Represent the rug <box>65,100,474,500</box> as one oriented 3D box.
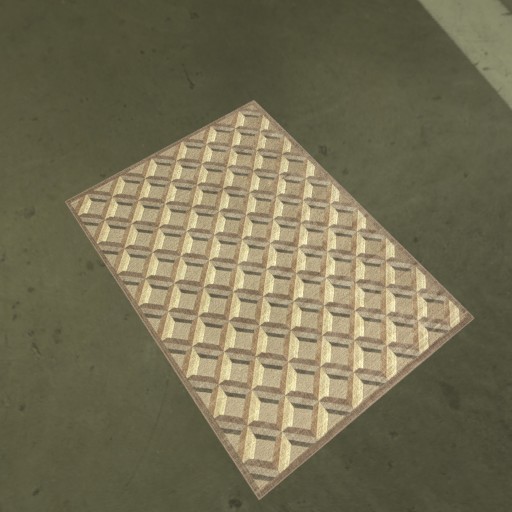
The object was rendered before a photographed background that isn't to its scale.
[{"bbox_3d":[0.000,0.000,4.198,2.382,0.018,3.294,-33,68,-16],"label":"rug"}]
